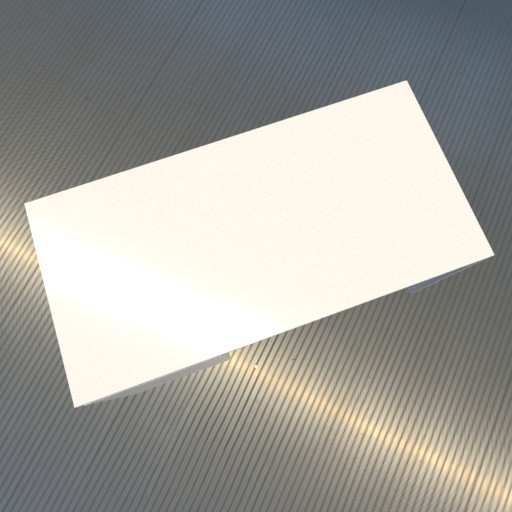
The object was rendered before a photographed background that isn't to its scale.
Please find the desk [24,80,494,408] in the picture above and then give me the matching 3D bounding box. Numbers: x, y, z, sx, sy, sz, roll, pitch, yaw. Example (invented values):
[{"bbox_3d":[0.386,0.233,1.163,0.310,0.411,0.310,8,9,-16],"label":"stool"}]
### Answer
[{"bbox_3d":[0.000,0.000,1.820,1.400,0.740,0.690,-19,77,-5],"label":"desk"}]
